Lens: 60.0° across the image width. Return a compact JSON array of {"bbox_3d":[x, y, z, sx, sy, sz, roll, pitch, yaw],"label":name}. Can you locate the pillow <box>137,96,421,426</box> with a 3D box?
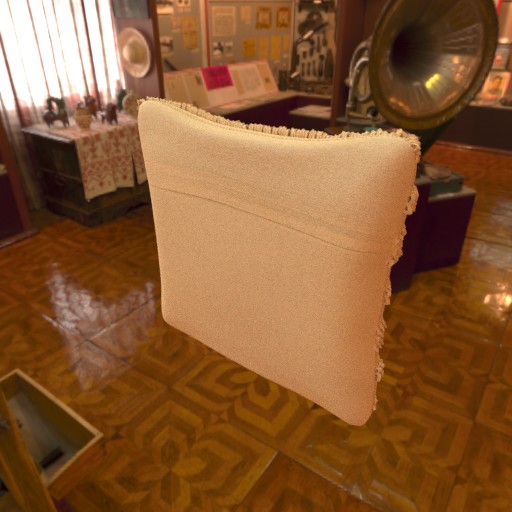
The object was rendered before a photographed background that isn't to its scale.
[{"bbox_3d":[0.000,0.000,0.666,0.437,0.427,0.145,20,35,32],"label":"pillow"}]
